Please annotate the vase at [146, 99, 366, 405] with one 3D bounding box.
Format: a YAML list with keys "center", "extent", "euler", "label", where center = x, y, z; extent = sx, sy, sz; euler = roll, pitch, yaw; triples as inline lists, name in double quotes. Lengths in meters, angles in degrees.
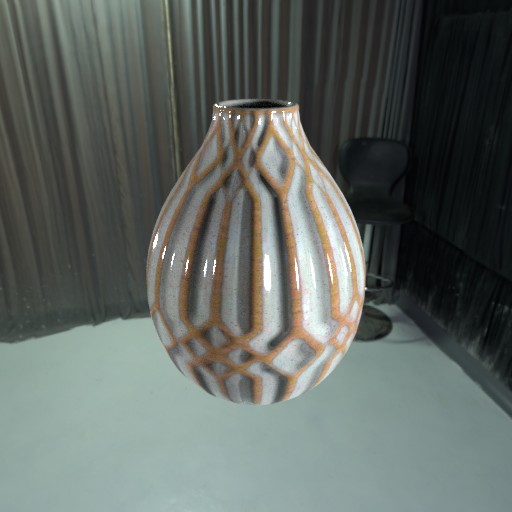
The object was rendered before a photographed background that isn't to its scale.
- center: [0.000, 0.000, 0.266]
  extent: [0.131, 0.175, 0.131]
  euler: [0, 26, 0]
  label: "vase"
